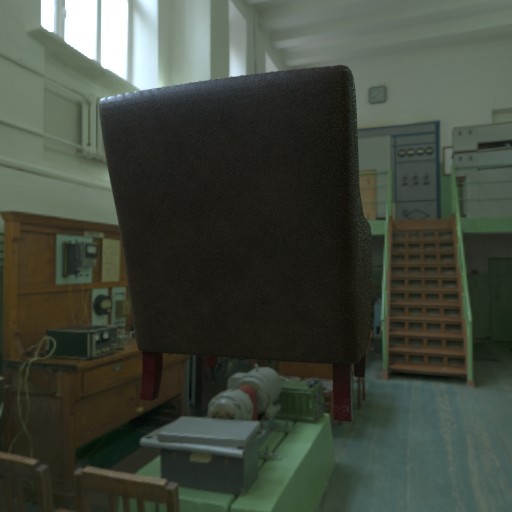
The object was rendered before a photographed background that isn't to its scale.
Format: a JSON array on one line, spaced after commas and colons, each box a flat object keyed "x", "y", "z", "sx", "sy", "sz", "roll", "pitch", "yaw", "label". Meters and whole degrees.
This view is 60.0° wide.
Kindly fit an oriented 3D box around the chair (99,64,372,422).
[{"x": 0.000, "y": 0.000, "z": 1.321, "sx": 0.639, "sy": 0.813, "sz": 0.704, "roll": 0, "pitch": -2, "yaw": 18, "label": "chair"}]
